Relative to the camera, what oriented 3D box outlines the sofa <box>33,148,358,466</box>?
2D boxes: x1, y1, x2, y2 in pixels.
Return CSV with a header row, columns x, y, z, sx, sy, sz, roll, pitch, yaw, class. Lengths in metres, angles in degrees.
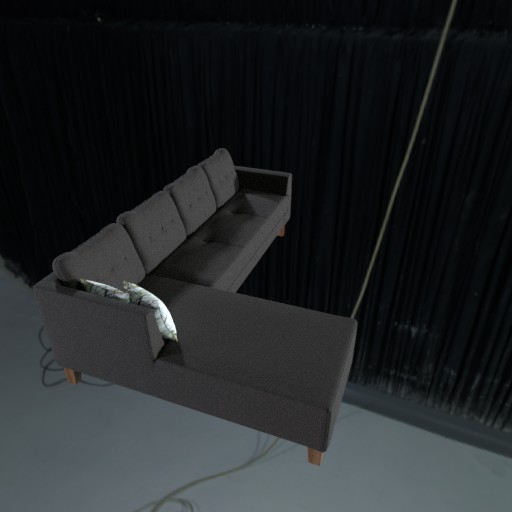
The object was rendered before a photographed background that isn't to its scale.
x,y,z,sx,sy,sz,roll,pitch,yaw,class
0.000,0.000,3.548,1.829,0.932,2.679,11,33,18,sofa
